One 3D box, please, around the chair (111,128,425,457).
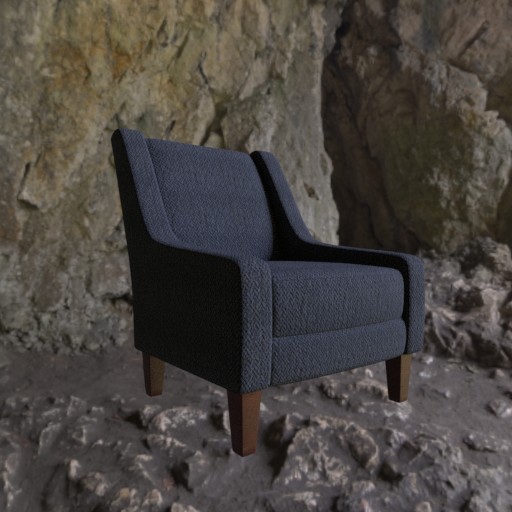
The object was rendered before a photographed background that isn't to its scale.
[{"bbox_3d":[0.000,0.000,1.666,0.793,1.012,0.944,-1,1,-37],"label":"chair"}]
